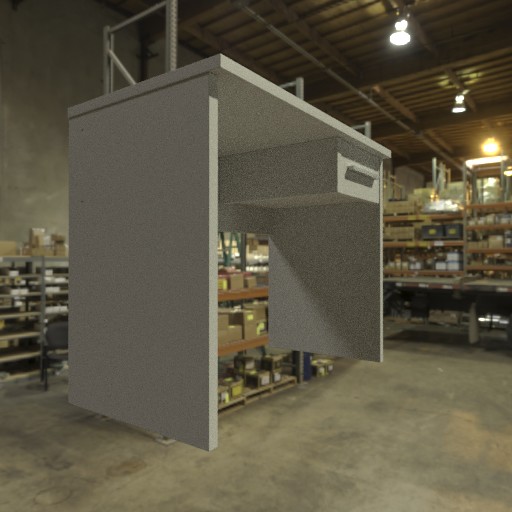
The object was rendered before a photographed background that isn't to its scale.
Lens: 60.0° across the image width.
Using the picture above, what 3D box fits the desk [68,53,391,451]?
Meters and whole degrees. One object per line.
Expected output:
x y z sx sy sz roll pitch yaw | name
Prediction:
0.000 0.000 1.312 0.498 0.729 0.900 0 0 36 | desk
